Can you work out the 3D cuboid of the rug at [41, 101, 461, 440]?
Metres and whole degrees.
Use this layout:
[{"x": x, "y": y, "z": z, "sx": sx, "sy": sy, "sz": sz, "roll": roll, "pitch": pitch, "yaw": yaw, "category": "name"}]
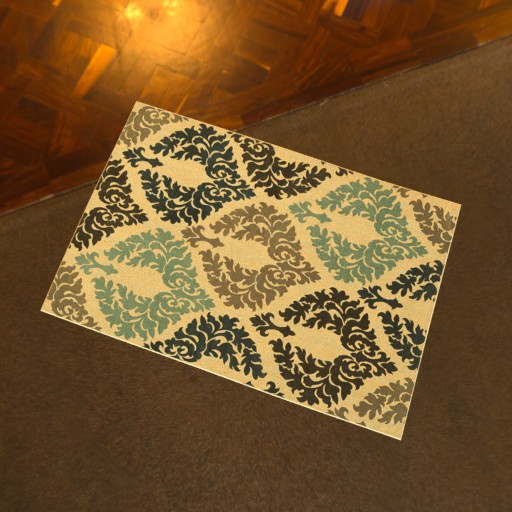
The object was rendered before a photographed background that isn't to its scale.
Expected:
[{"x": 0.000, "y": 0.000, "z": 2.780, "sx": 2.275, "sy": 0.014, "sz": 1.514, "roll": 19, "pitch": 78, "yaw": 4, "category": "rug"}]
